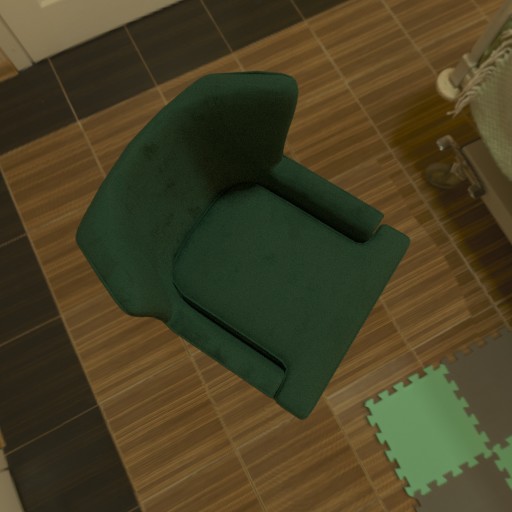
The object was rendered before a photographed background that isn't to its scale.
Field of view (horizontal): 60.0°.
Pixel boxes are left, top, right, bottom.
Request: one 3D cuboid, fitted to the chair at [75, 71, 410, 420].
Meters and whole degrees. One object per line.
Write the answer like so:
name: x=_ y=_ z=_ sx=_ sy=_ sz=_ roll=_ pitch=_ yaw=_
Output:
chair: x=0.000 y=0.000 z=1.600 sx=0.910 sy=0.952 sz=0.793 roll=32 pitch=78 yaw=8
